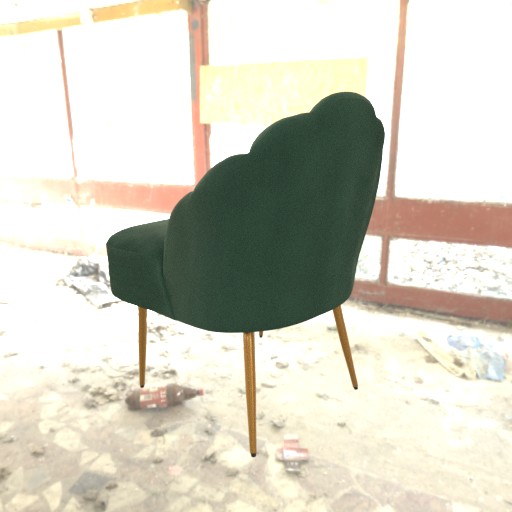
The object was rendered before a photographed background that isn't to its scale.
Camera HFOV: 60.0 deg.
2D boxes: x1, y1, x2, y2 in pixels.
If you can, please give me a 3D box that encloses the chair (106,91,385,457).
[{"bbox_3d":[0.000,0.000,1.227,0.657,0.819,0.599,-14,21,-42],"label":"chair"}]
